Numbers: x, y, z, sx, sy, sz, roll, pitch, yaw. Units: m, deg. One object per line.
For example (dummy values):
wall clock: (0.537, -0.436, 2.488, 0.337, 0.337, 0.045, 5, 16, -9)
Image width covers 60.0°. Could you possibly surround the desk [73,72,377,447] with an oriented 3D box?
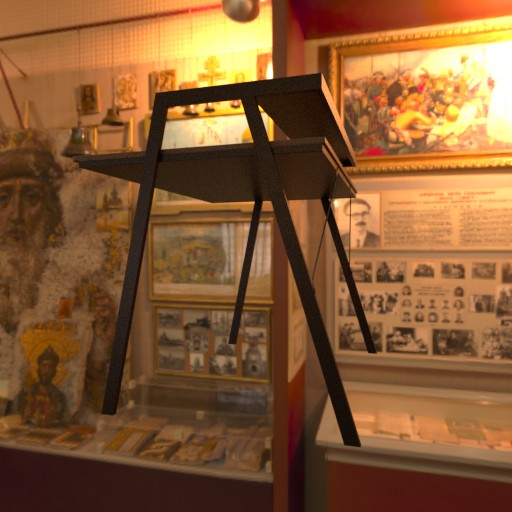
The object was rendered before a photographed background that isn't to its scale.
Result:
desk: (0.000, 0.000, 1.849, 0.936, 0.998, 1.143, 0, 1, 17)
